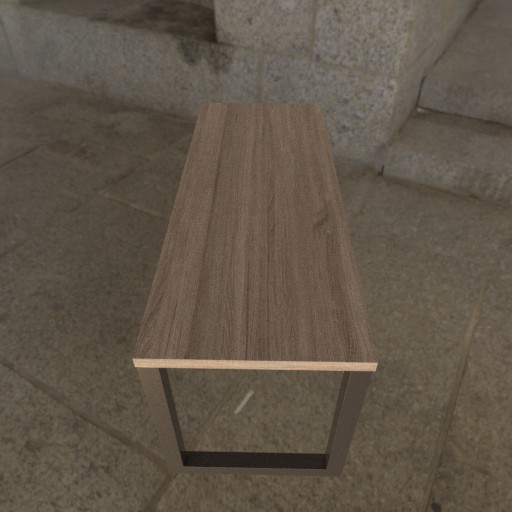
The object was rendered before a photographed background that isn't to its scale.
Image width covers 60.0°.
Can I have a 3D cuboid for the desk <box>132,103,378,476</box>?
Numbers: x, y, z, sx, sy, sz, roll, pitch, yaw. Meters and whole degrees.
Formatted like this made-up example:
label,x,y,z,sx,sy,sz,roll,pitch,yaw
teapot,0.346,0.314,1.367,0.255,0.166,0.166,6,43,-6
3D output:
label,x,y,z,sx,sy,sz,roll,pitch,yaw
desk,0.000,0.000,2.083,0.690,0.760,1.700,1,42,1
